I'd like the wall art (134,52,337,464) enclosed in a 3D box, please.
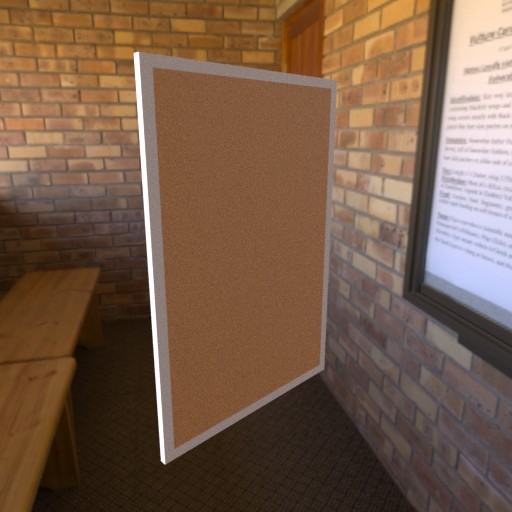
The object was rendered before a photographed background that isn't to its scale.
[{"bbox_3d":[0.000,0.000,0.838,0.013,0.656,0.456,15,21,43],"label":"wall art"}]
